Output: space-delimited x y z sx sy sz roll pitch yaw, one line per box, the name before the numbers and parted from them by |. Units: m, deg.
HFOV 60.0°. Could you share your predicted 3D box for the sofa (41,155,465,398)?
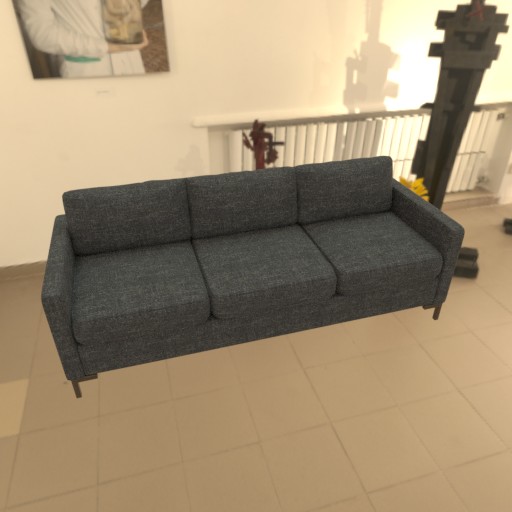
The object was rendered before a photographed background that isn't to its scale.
sofa | 0.000 0.000 2.646 2.218 0.874 0.859 -9 34 -14
